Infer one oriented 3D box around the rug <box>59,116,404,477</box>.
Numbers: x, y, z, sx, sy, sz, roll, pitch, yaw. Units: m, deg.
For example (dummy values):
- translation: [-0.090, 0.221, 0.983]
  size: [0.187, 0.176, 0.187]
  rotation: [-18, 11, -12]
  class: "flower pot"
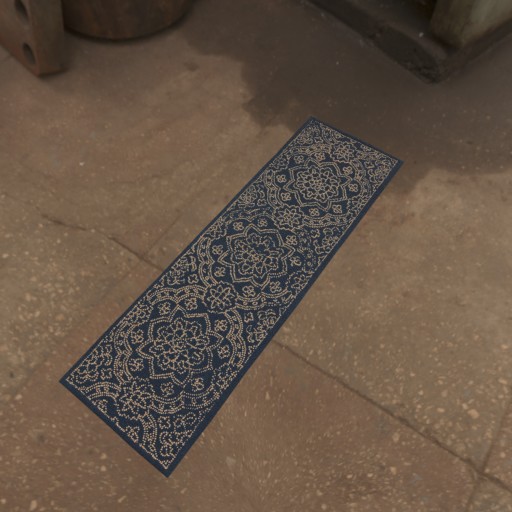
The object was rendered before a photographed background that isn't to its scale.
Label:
- translation: [0.000, 0.000, 2.695]
  size: [0.769, 0.012, 2.448]
  rotation: [32, 65, 17]
  class: "rug"
